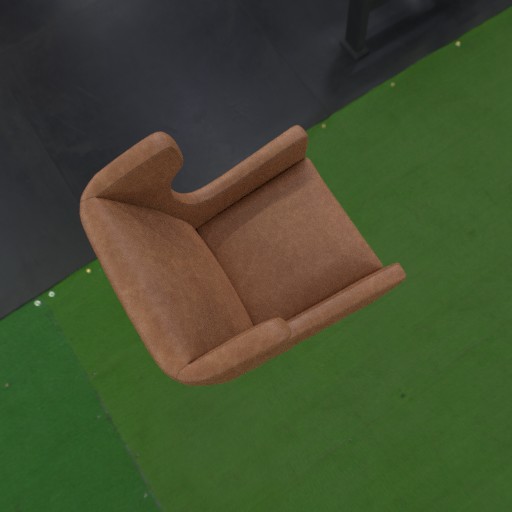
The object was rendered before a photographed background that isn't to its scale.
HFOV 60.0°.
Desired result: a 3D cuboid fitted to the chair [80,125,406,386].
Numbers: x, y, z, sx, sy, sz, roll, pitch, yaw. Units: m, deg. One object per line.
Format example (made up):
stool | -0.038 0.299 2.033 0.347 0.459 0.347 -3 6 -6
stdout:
chair | 0.000 0.000 1.712 0.899 1.079 0.766 -31 78 -7
